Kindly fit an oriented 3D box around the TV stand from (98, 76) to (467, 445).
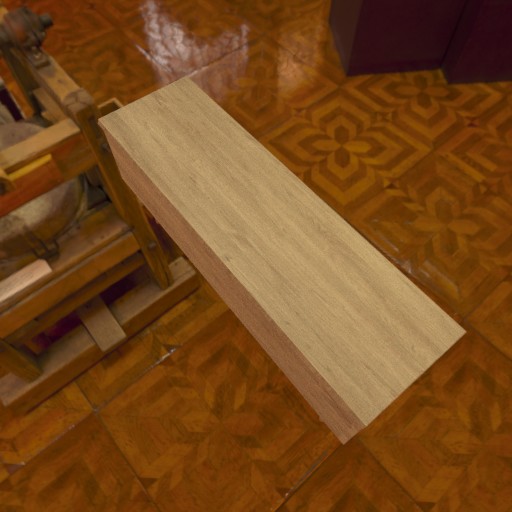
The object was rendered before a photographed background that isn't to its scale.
[{"bbox_3d":[0.000,0.000,1.606,0.401,0.565,1.313,-34,65,-19],"label":"TV stand"}]
